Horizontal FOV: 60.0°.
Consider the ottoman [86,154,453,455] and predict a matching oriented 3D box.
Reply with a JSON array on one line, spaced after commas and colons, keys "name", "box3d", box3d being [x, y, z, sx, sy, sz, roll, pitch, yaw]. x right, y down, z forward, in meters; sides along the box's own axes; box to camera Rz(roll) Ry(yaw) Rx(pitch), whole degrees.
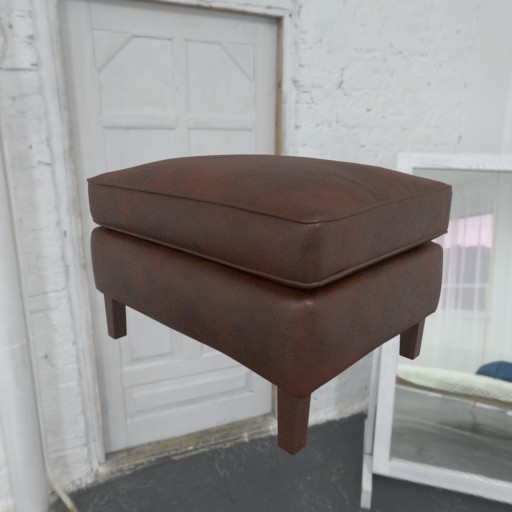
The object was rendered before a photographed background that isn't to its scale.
[{"name": "ottoman", "box3d": [0.000, 0.000, 0.977, 0.665, 0.432, 0.501, 16, 23, 42]}]
